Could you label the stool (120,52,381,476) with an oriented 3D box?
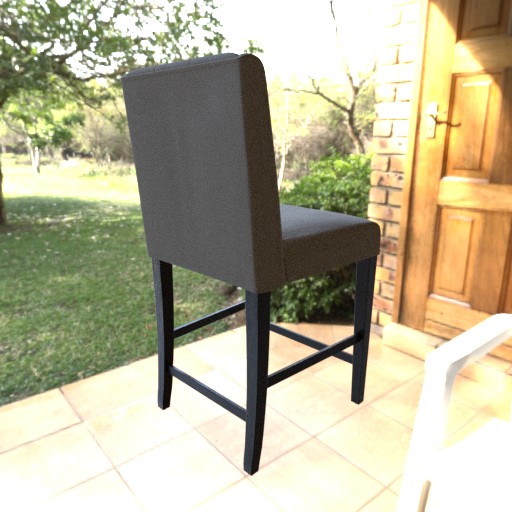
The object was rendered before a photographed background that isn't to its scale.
[{"bbox_3d":[0.000,0.000,1.218,0.474,0.939,0.509,15,21,43],"label":"stool"}]
